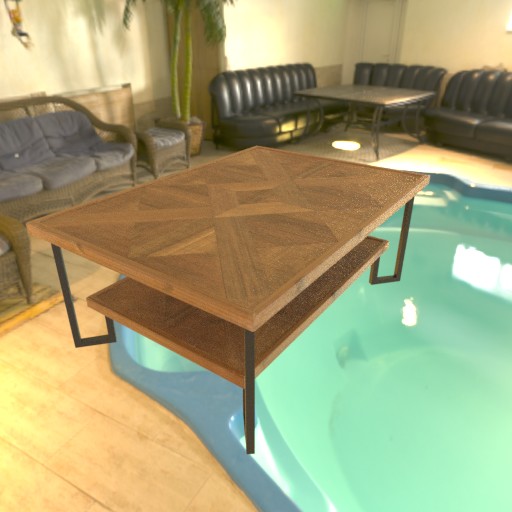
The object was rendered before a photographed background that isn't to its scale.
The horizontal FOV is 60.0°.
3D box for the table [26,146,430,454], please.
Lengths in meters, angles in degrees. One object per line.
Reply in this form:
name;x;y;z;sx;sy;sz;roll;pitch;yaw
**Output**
table;0.000;0.000;1.709;0.877;0.492;1.238;18;32;31
